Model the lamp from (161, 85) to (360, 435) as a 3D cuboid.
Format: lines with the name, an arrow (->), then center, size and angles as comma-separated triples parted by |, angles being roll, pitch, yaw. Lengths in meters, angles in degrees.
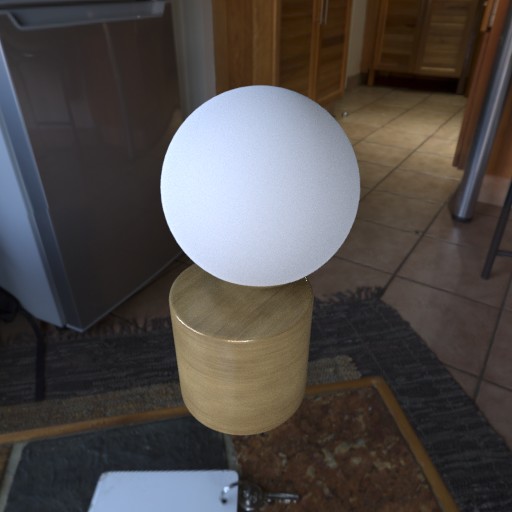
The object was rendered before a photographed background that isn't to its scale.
lamp -> 0.000, 0.000, 0.348 | 0.141, 0.250, 0.152 | 21, 39, 29
